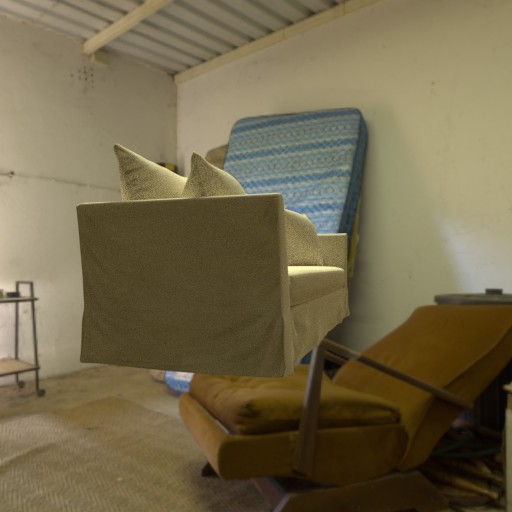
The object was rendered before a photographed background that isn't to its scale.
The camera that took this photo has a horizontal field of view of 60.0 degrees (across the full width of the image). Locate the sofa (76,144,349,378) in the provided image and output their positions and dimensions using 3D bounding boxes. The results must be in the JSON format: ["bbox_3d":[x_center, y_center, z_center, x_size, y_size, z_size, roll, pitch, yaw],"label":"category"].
[{"bbox_3d":[0.000,0.000,3.075,1.030,1.042,2.484,0,-1,18],"label":"sofa"}]
